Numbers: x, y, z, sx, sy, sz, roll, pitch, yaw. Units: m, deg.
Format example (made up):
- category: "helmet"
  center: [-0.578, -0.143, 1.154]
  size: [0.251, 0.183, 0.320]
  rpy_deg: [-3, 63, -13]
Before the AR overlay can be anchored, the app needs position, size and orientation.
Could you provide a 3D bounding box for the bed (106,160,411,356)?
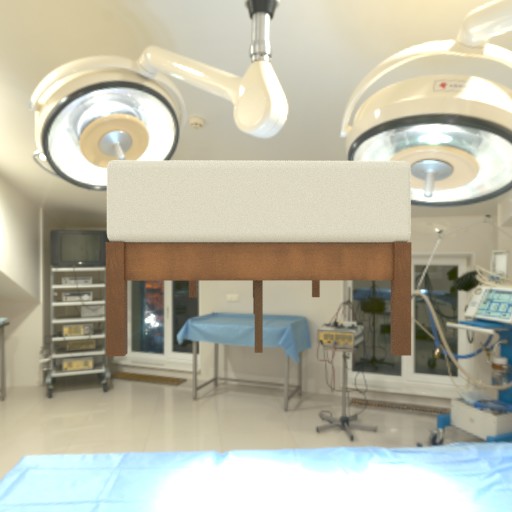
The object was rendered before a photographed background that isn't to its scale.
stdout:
- category: "bed"
  center: [0.000, 0.000, 2.331]
  size: [0.961, 0.616, 1.902]
  rpy_deg: [0, 0, -1]
